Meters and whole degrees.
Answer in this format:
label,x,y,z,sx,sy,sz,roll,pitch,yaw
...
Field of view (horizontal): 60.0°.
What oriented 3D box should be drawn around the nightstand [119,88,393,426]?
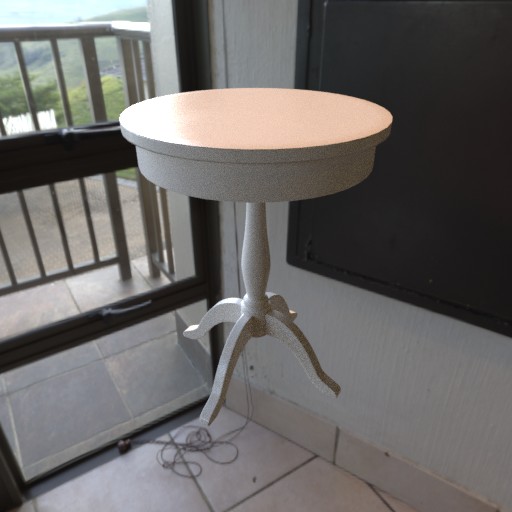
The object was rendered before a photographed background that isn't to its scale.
label,x,y,z,sx,sy,sz,roll,pitch,yaw
nightstand,0.000,0.000,1.023,0.513,0.653,0.513,22,37,33
